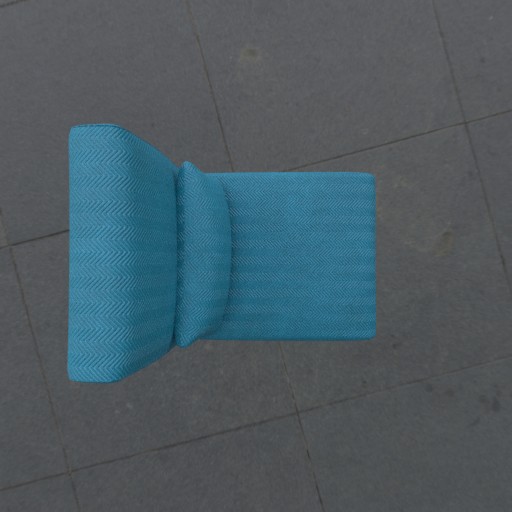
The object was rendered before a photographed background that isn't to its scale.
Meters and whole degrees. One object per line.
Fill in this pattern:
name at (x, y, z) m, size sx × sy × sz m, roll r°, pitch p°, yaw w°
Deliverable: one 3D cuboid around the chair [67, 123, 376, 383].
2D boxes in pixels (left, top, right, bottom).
chair at (0.000, 0.000, 1.395) m, size 0.808 × 0.927 × 0.579 m, roll 0°, pitch 89°, yaw 1°
